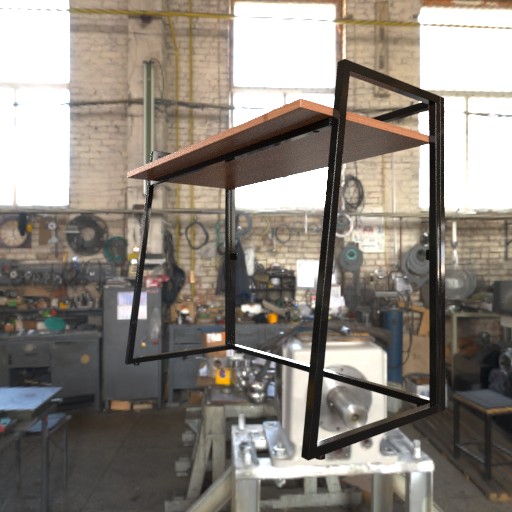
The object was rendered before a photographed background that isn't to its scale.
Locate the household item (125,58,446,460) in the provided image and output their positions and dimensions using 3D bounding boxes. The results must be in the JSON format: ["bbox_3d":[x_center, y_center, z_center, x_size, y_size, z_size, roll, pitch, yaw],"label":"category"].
[{"bbox_3d":[0.000,0.000,1.476,0.510,0.860,1.050,0,-1,-37],"label":"household item"}]
